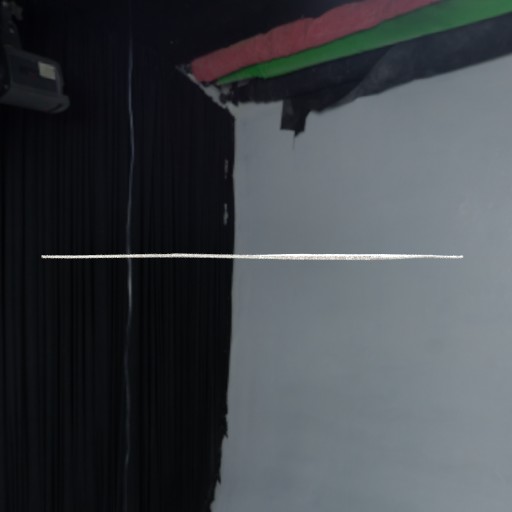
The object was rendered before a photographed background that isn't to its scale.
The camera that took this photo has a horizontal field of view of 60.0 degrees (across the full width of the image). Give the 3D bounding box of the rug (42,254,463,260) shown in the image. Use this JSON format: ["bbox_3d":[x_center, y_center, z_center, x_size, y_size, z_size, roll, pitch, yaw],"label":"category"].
[{"bbox_3d":[0.000,0.000,4.953,3.778,0.053,2.873,0,0,36],"label":"rug"}]
